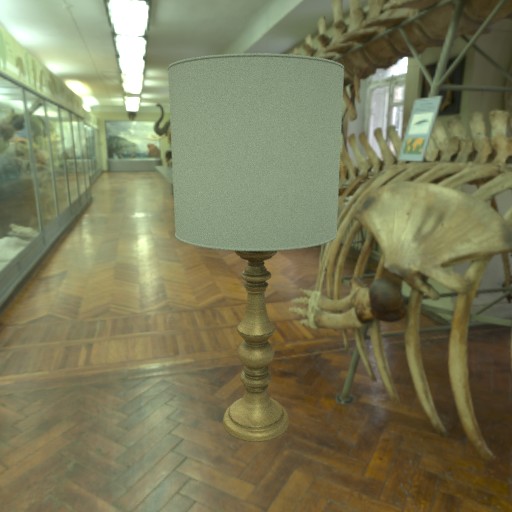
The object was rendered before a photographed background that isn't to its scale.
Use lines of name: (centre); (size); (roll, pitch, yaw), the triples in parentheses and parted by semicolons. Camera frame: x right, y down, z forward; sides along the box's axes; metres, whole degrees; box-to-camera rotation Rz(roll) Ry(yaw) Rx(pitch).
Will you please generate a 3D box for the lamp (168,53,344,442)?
lamp: (0.000, 0.000, 0.707); (0.250, 0.597, 0.250); (14, 19, 43)
